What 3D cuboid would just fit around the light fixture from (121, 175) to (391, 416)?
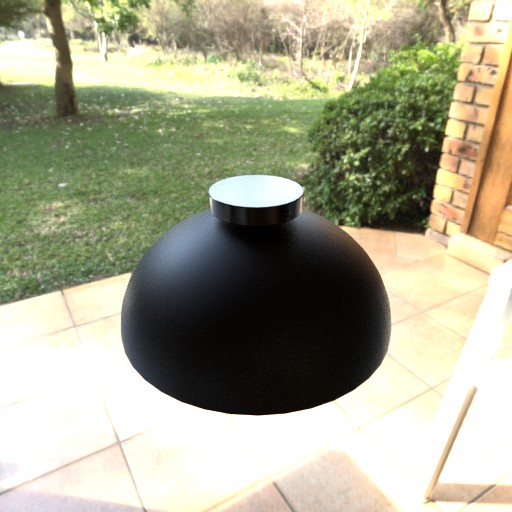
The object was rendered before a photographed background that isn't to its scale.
[{"bbox_3d":[0.000,0.000,0.563,0.355,0.177,0.355,0,28,0],"label":"light fixture"}]
